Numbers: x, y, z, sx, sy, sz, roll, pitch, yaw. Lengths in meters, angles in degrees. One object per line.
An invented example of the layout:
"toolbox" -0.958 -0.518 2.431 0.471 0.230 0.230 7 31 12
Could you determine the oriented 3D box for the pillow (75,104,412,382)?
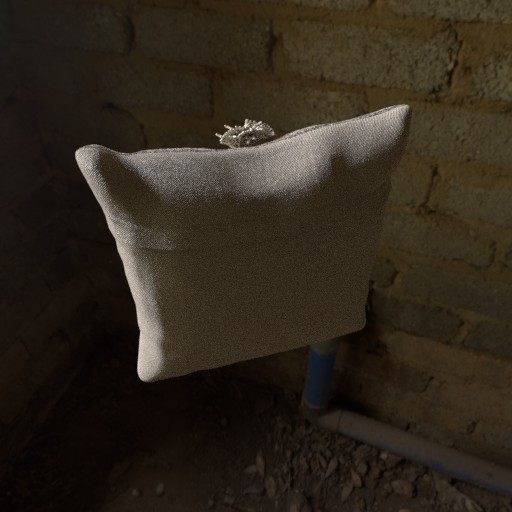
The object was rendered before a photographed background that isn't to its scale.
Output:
"pillow" 0.000 0.000 0.771 0.484 0.490 0.234 -11 42 -13
